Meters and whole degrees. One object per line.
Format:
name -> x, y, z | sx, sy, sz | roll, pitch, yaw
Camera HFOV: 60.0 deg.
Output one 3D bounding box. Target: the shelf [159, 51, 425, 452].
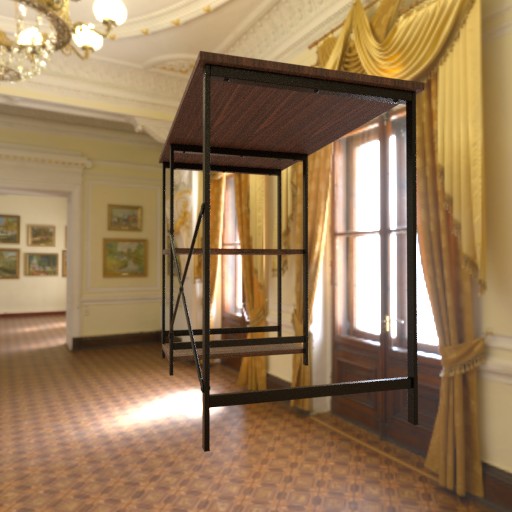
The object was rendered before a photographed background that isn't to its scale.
shelf -> 0.000, 0.000, 1.325 | 0.498, 0.750, 0.902 | 0, -1, -17
